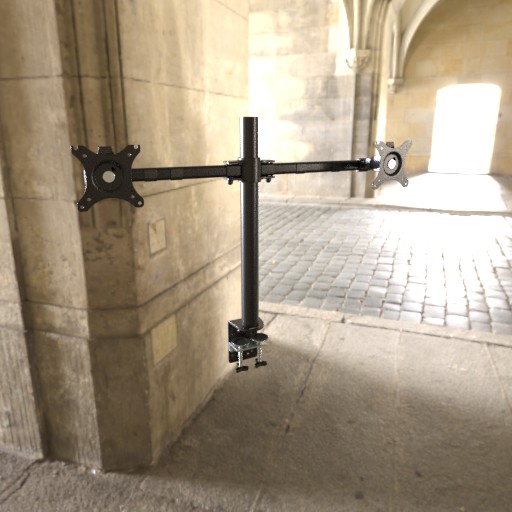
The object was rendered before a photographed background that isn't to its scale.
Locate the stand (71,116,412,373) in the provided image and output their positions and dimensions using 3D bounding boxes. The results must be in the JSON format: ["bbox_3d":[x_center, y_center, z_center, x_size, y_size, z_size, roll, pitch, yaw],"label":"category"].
[{"bbox_3d":[0.000,0.000,1.004,0.743,0.603,0.150,-8,18,-26],"label":"stand"}]
